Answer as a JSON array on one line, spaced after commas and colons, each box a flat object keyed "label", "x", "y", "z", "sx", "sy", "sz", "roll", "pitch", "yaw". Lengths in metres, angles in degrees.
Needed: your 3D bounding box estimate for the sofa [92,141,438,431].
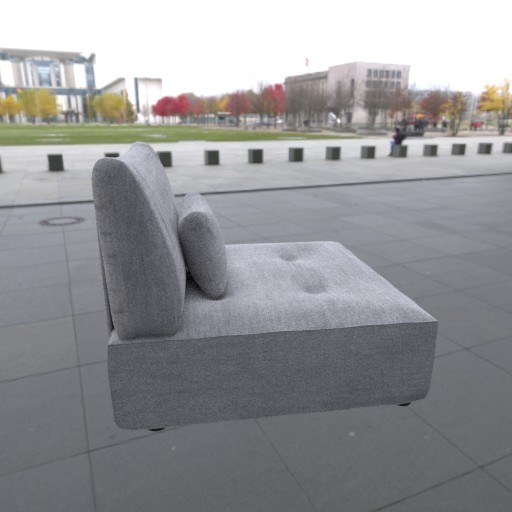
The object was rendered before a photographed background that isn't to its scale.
[{"label": "sofa", "x": 0.000, "y": 0.000, "z": 1.701, "sx": 1.000, "sy": 0.820, "sz": 0.930, "roll": -3, "pitch": 17, "yaw": -8}]
